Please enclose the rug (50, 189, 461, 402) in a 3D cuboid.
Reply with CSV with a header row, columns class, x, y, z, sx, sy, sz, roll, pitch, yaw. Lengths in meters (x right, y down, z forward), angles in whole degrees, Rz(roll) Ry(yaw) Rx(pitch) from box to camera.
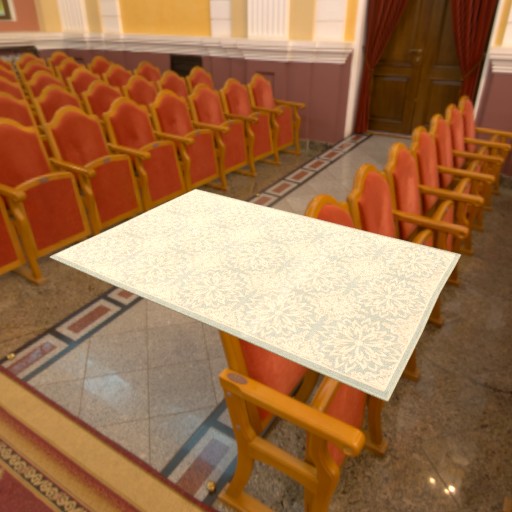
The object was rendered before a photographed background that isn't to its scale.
class,x,y,z,sx,sy,sz,roll,pitch,yaw
rug,0.000,0.000,2.374,1.840,0.012,1.219,17,33,28
